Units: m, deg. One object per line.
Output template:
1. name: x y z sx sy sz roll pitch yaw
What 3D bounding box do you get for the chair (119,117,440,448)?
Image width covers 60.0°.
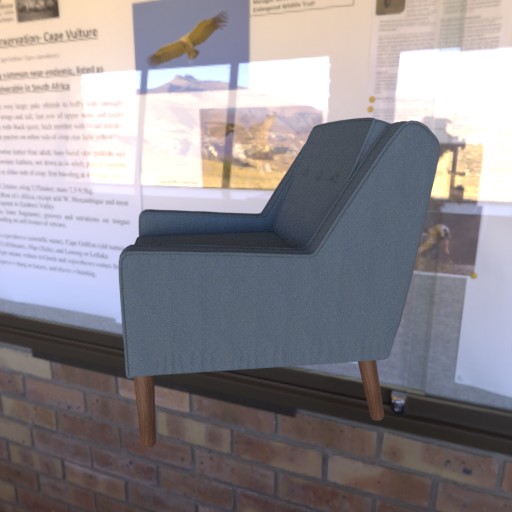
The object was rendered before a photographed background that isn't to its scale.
1. chair: 0.000 0.000 1.322 0.733 0.780 0.663 -3 14 -10
